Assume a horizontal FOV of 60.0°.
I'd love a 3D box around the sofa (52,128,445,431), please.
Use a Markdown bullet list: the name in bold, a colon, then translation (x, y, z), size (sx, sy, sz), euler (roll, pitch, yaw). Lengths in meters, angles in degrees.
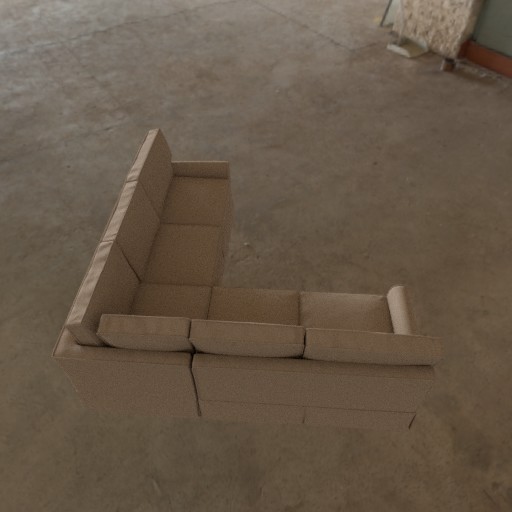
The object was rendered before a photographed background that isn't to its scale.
- **sofa**: translation (0.000, 0.000, 4.191), size (2.730, 1.124, 2.733), euler (3, 47, 2)
